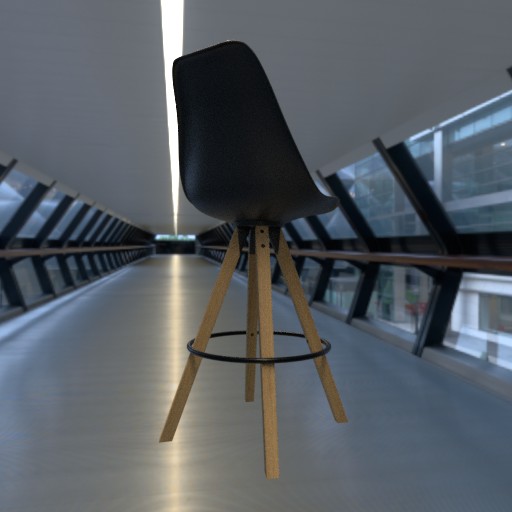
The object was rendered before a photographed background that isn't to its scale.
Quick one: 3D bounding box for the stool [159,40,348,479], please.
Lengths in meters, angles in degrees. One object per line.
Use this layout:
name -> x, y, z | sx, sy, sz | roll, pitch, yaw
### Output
stool -> 0.000, 0.000, 1.405 | 0.485, 1.115, 0.550 | 0, 0, 34
